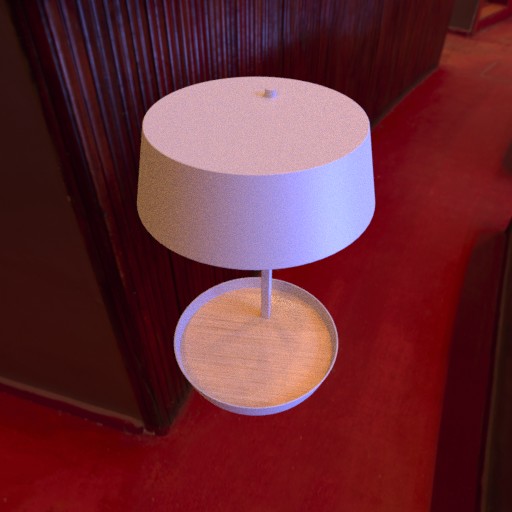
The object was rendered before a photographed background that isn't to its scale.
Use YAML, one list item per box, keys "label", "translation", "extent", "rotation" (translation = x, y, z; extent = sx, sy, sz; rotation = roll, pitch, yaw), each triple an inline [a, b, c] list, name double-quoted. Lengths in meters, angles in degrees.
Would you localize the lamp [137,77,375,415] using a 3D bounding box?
- label: "lamp"
  translation: [0.000, 0.000, 0.625]
  extent: [0.291, 0.429, 0.291]
  rotation: [0, 41, 0]
